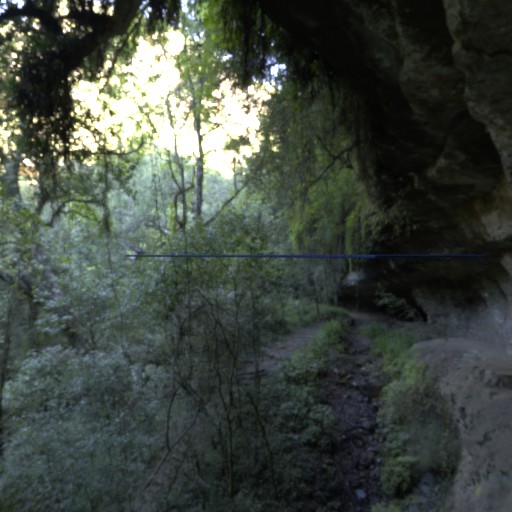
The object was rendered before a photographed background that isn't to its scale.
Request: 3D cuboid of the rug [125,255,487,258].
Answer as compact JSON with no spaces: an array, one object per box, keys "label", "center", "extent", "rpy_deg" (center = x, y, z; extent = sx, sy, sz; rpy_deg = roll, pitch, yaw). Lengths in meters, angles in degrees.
[{"label":"rug","center":[0.000,0.000,2.721],"extent":[0.769,0.012,2.448],"rpy_deg":[0,0,-36]}]
